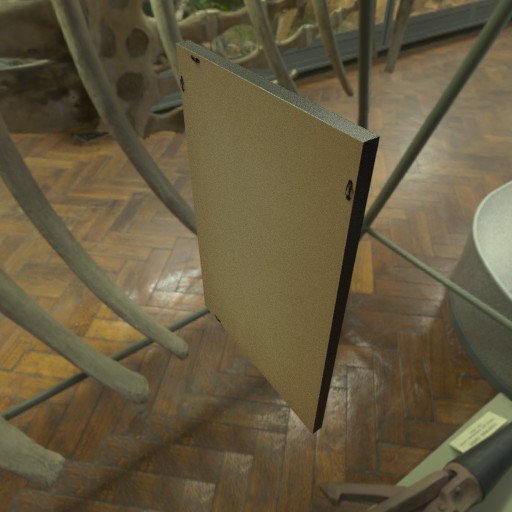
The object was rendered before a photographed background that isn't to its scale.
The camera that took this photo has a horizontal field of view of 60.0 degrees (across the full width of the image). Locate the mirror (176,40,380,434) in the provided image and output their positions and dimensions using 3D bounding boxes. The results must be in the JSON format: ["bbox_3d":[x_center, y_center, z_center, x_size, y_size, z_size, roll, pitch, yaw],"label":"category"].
[{"bbox_3d":[0.000,0.000,1.166,0.041,0.915,0.609,-25,47,-26],"label":"mirror"}]
